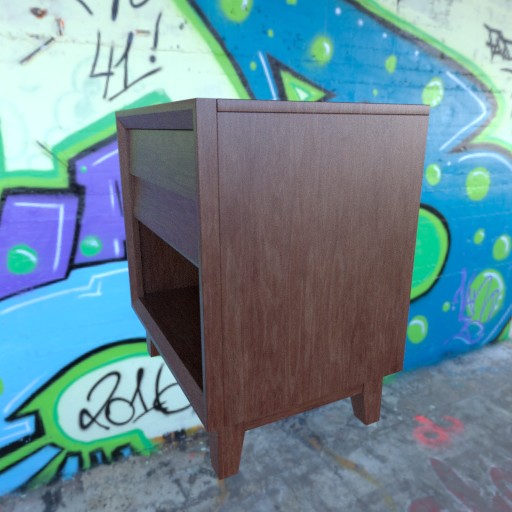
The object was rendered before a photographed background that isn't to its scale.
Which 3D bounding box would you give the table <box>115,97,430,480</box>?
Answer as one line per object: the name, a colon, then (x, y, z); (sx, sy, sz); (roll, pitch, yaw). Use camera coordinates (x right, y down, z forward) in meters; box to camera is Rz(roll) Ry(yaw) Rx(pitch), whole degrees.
table: (0.000, 0.000, 0.967); (0.449, 0.609, 0.557); (-8, 18, -26)
